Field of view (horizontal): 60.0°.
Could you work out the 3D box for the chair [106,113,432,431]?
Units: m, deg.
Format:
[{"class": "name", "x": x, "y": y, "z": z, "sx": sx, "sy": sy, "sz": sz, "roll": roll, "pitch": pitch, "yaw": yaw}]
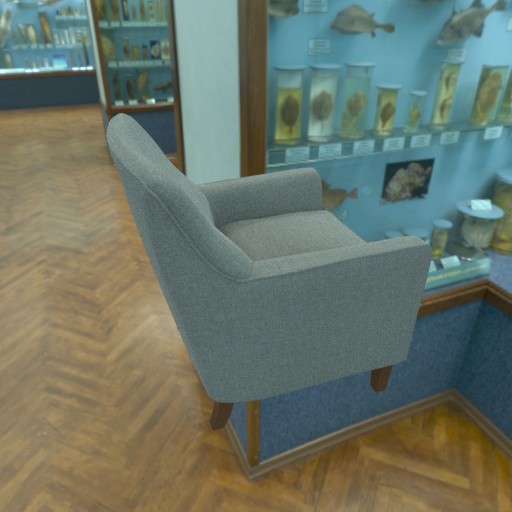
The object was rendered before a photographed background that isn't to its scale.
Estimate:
[{"class": "chair", "x": 0.000, "y": 0.000, "z": 1.787, "sx": 0.993, "sy": 1.047, "sz": 0.887, "roll": -10, "pitch": 31, "yaw": -18}]
